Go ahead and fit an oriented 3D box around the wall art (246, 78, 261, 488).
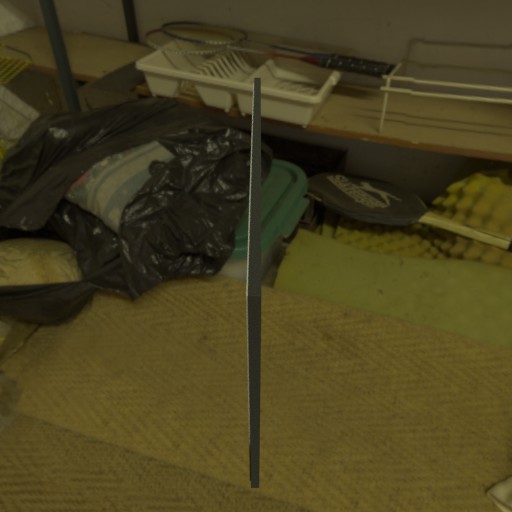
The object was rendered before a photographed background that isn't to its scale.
[{"bbox_3d":[0.000,0.000,1.516,0.028,0.805,1.190,0,40,0],"label":"wall art"}]
